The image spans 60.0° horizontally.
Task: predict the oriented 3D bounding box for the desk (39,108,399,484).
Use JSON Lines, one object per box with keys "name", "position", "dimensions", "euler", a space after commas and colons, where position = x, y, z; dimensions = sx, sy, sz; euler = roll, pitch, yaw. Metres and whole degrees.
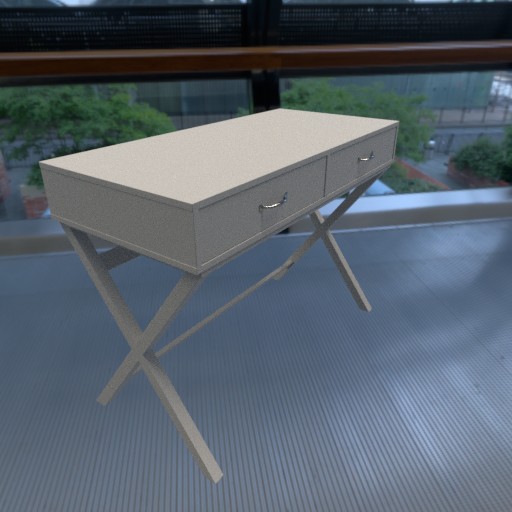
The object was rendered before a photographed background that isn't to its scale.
{"name": "desk", "position": [0.000, 0.000, 1.485], "dimensions": [0.525, 0.780, 1.057], "euler": [18, 32, 32]}
